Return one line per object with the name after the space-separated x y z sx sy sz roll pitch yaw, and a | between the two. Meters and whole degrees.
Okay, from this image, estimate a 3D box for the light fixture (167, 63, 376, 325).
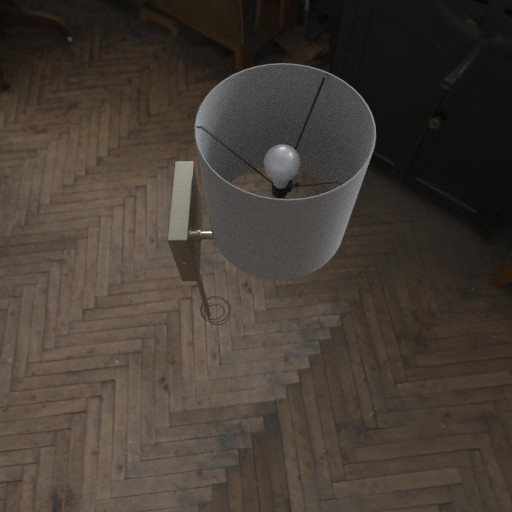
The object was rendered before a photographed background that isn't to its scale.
0.000 0.000 0.722 0.248 0.589 0.188 0 63 0 | light fixture
